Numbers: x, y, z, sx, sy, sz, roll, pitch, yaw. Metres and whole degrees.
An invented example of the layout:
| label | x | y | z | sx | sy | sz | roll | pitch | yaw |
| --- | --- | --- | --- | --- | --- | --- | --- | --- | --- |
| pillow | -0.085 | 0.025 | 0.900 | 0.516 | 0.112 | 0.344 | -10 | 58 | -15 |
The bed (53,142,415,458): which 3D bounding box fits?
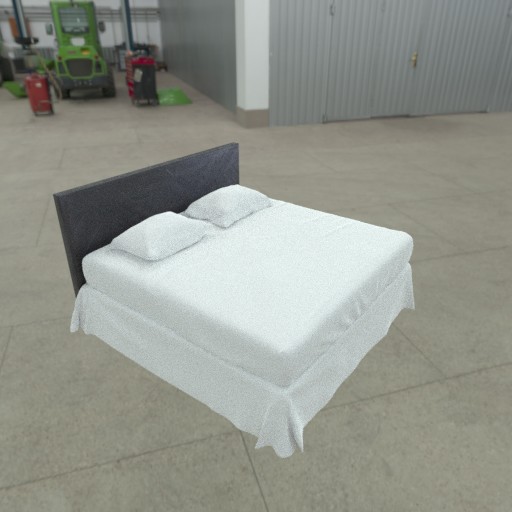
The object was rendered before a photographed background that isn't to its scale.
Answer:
| label | x | y | z | sx | sy | sz | roll | pitch | yaw |
| --- | --- | --- | --- | --- | --- | --- | --- | --- | --- |
| bed | 0.000 | 0.000 | 3.579 | 2.165 | 1.158 | 2.255 | 19 | 33 | 33 |
